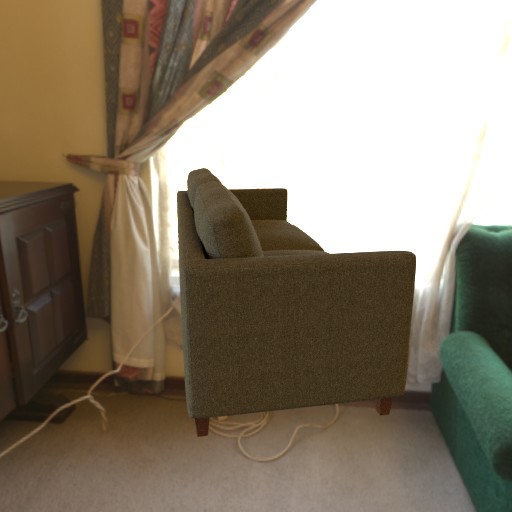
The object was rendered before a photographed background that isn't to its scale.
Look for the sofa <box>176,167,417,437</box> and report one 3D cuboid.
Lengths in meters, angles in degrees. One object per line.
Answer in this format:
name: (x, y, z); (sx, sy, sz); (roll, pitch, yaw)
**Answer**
sofa: (0.000, 0.000, 2.753); (0.948, 0.965, 2.208); (-3, 16, -10)
